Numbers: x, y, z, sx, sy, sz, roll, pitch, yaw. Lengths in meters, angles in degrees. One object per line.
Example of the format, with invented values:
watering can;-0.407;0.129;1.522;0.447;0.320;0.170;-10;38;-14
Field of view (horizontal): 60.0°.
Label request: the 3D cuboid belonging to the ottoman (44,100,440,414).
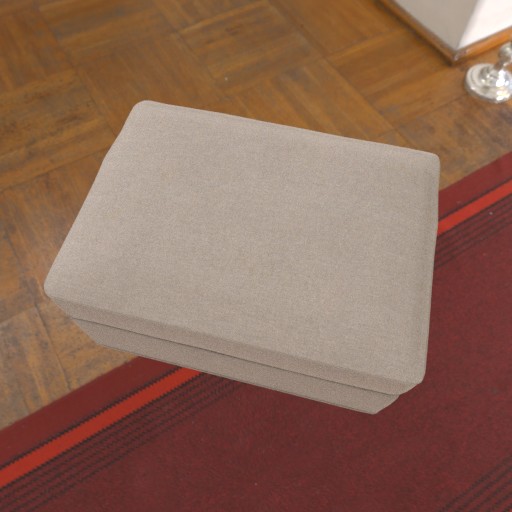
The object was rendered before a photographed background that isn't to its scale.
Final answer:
ottoman;0.000;0.000;1.235;0.846;0.503;0.617;12;63;6
